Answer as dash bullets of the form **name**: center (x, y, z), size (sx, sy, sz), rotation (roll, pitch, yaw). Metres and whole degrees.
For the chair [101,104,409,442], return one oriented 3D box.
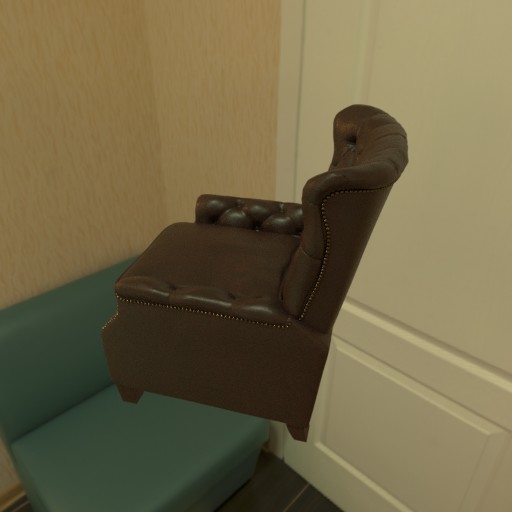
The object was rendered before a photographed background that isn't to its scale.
- **chair**: center (0.000, 0.000, 1.453), size (0.823, 0.864, 0.709), rotation (8, 31, 13)
